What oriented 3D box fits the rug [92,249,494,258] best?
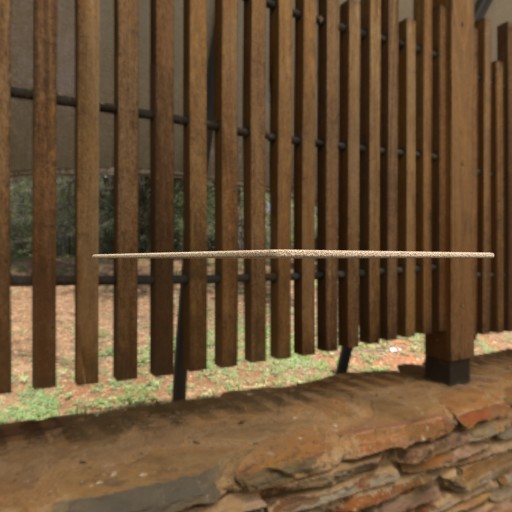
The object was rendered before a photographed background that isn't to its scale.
[{"bbox_3d":[0.000,0.000,3.005,1.524,0.030,2.438,0,0,-35],"label":"rug"}]
